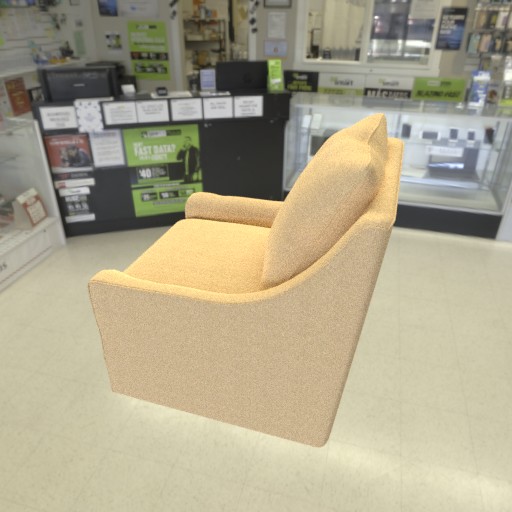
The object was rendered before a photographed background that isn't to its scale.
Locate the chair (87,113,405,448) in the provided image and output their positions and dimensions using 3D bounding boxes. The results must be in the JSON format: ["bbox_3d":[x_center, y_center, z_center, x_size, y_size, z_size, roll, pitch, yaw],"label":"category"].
[{"bbox_3d":[0.000,0.000,1.569,0.876,0.927,0.760,9,31,15],"label":"chair"}]
